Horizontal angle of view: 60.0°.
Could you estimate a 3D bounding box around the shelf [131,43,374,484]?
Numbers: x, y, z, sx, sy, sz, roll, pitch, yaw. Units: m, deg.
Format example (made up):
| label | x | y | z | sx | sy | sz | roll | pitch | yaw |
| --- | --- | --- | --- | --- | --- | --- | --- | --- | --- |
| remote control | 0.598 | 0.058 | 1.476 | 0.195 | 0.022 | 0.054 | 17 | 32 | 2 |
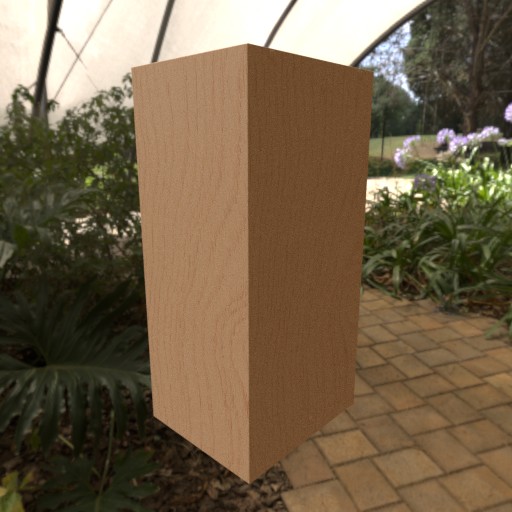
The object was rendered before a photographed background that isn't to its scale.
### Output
| label | x | y | z | sx | sy | sz | roll | pitch | yaw |
| --- | --- | --- | --- | --- | --- | --- | --- | --- | --- |
| shelf | 0.000 | 0.000 | 0.765 | 0.250 | 0.600 | 0.290 | 13 | 19 | 42 |
